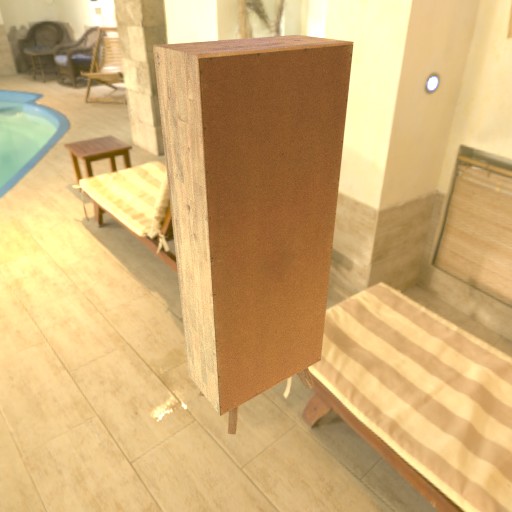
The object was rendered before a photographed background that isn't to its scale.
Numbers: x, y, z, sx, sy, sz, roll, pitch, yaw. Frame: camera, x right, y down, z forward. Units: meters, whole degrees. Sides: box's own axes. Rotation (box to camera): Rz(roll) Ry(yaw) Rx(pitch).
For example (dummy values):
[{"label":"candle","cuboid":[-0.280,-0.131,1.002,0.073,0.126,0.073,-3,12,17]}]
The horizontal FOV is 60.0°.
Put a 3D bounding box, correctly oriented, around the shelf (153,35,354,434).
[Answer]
[{"label":"shelf","cuboid":[0.000,0.000,1.543,0.491,1.342,0.267,-20,37,-29]}]
